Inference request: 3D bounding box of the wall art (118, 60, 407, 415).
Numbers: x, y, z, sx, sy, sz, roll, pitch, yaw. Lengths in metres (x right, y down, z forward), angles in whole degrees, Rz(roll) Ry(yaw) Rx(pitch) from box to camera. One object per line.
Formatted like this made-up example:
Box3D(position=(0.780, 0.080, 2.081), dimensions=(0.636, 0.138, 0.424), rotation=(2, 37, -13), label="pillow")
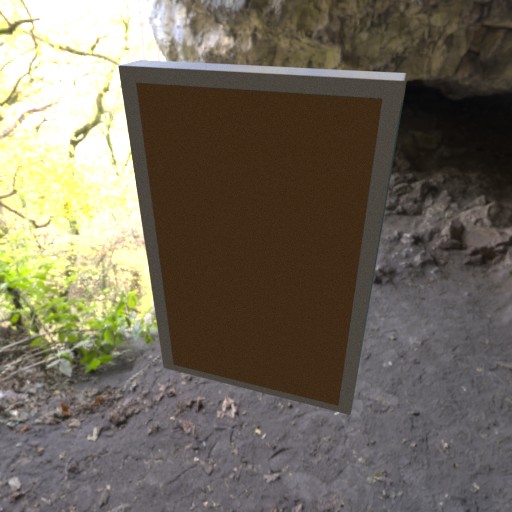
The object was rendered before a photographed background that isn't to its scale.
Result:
Box3D(position=(0.000, 0.000, 0.482), dimensions=(0.251, 0.380, 0.039), rotation=(10, 33, 15), label="wall art")
